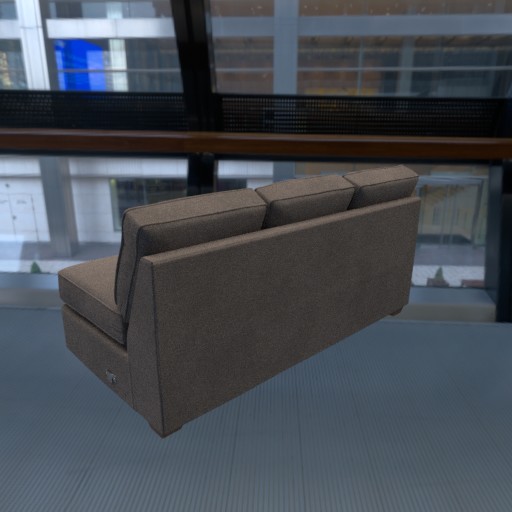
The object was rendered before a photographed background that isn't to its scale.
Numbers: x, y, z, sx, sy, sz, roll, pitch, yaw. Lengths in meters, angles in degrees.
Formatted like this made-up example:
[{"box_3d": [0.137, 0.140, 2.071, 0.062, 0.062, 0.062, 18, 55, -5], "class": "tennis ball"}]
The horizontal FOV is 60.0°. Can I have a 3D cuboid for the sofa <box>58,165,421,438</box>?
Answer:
[{"box_3d": [0.000, 0.000, 2.588, 1.962, 0.973, 1.027, -15, 23, -41], "class": "sofa"}]
